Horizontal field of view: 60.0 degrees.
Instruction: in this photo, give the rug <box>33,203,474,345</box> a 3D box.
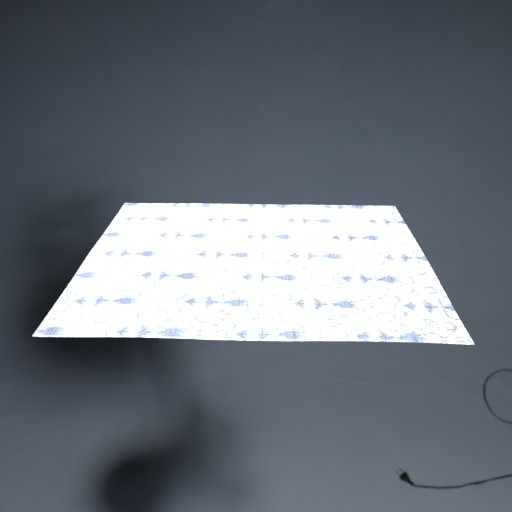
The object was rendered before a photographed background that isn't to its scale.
[{"bbox_3d":[0.000,0.000,2.973,2.261,0.013,1.676,1,31,1],"label":"rug"}]
